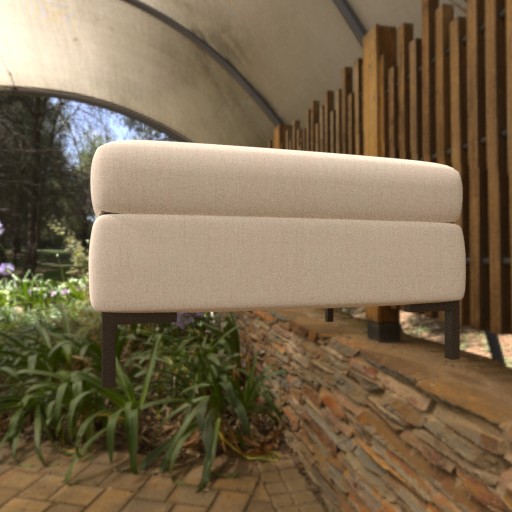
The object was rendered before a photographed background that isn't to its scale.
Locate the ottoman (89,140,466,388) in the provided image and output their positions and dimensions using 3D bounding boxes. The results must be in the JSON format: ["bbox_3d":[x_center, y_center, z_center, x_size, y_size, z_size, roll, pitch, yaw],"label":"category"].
[{"bbox_3d":[0.000,0.000,1.158,0.794,0.453,0.657,0,0,-17],"label":"ottoman"}]
